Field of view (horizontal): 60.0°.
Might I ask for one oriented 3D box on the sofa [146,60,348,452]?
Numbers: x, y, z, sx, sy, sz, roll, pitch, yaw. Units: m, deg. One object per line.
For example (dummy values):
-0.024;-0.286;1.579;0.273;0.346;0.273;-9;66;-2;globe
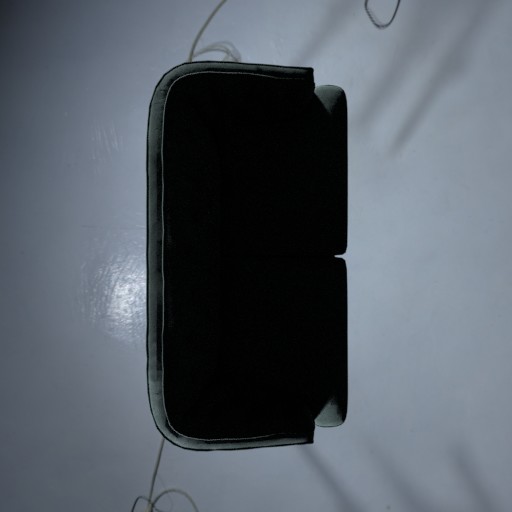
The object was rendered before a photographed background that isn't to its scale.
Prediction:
0.000;0.000;2.268;0.941;0.855;1.733;0;90;0;sofa
